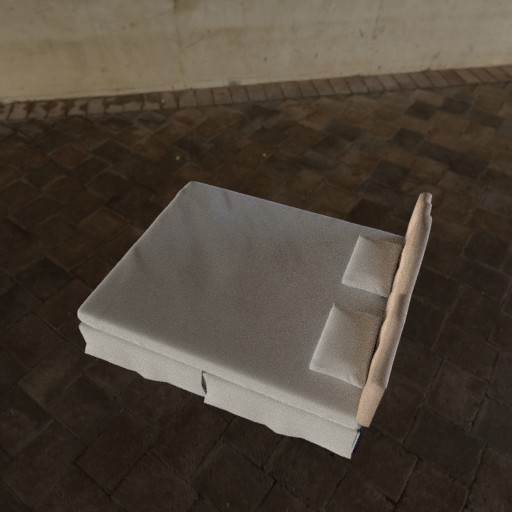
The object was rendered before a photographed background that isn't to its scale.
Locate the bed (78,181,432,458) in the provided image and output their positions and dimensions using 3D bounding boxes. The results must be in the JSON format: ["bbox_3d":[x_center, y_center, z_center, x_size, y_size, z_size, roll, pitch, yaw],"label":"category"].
[{"bbox_3d":[0.000,0.000,2.988,1.970,1.194,1.667,17,48,16],"label":"bed"}]
